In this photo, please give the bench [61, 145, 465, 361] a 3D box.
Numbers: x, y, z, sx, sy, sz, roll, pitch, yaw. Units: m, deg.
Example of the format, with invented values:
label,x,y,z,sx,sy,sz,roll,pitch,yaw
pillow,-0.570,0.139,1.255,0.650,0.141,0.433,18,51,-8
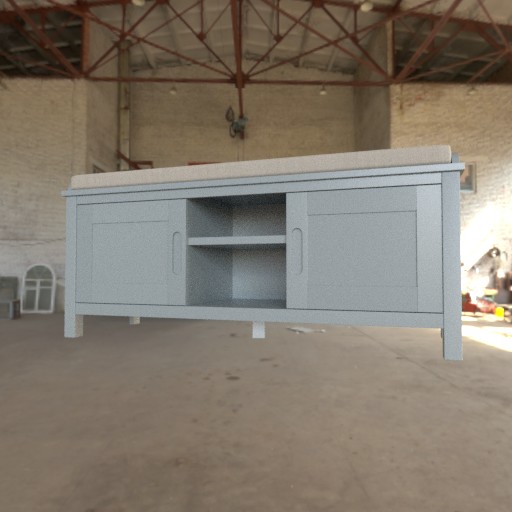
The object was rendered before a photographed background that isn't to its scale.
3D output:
label,x,y,z,sx,sy,sz,roll,pitch,yaw
bench,0.000,0.000,1.375,1.140,0.501,0.398,-1,-2,19
